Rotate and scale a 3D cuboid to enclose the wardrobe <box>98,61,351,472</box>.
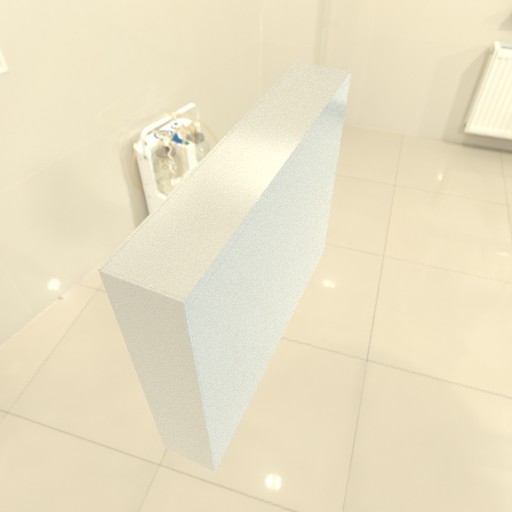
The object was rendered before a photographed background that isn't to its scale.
[{"bbox_3d":[0.000,0.000,4.070,0.580,2.360,3.000,18,48,17],"label":"wardrobe"}]
